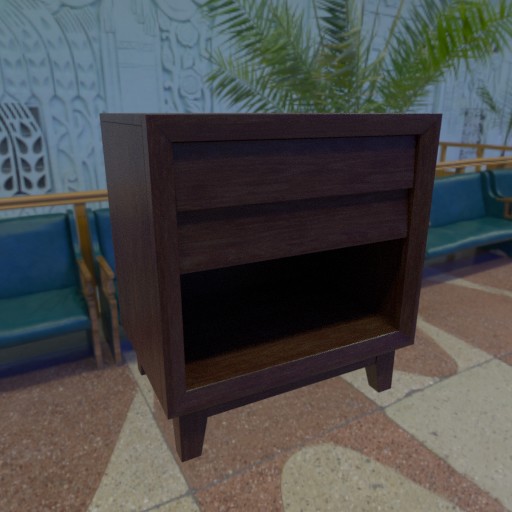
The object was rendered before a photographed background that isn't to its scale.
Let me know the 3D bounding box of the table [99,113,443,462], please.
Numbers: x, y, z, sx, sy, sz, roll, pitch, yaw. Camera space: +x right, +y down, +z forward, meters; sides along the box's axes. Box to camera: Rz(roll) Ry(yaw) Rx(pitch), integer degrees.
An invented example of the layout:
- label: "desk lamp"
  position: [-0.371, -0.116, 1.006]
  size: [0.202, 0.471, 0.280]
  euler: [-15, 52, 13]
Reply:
- label: "table"
  position: [0.000, 0.000, 0.994]
  size: [0.557, 0.609, 0.449]
  euler: [-9, 20, -26]
